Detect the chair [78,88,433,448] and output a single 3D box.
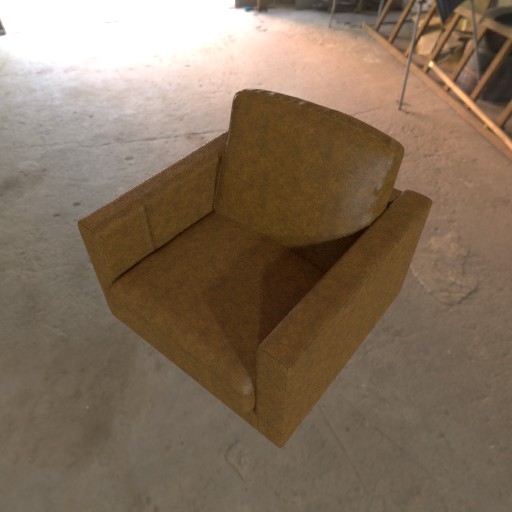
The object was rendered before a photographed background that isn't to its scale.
[{"bbox_3d":[0.000,0.000,1.666,0.890,0.956,0.909,30,53,26],"label":"chair"}]
